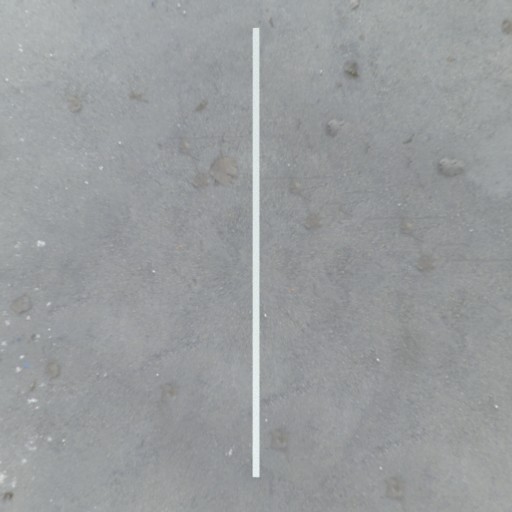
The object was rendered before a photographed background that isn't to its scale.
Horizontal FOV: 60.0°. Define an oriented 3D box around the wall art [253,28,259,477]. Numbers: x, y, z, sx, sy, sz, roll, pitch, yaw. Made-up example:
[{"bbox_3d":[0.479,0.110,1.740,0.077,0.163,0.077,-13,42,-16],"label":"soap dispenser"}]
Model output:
[{"bbox_3d":[0.000,0.000,1.202,0.012,0.809,0.809,0,88,0],"label":"wall art"}]
